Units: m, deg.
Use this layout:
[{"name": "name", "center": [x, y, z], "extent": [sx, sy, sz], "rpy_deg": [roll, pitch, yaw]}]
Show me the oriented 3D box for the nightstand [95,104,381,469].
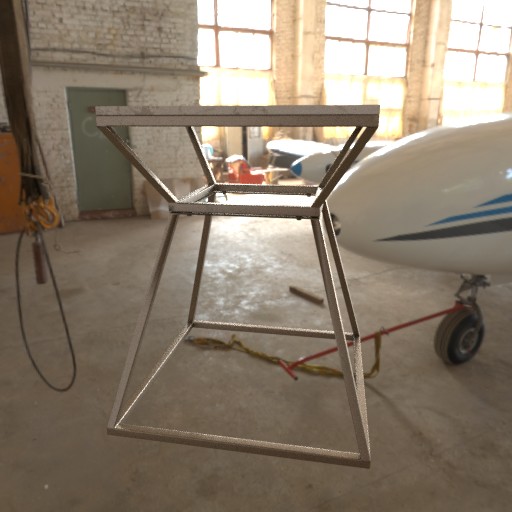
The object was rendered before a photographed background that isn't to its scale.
[{"name": "nightstand", "center": [0.000, 0.000, 0.882], "extent": [0.455, 0.554, 0.455], "rpy_deg": [3, 17, 10]}]
